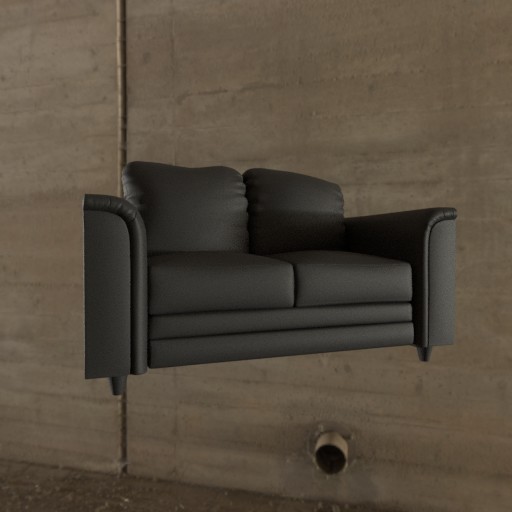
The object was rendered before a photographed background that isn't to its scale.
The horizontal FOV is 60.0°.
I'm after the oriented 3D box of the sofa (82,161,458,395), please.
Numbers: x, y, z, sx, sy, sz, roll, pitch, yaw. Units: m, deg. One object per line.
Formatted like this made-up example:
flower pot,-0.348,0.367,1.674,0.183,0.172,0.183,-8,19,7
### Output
sofa,0.000,0.000,1.933,1.386,0.845,0.887,0,1,-20
